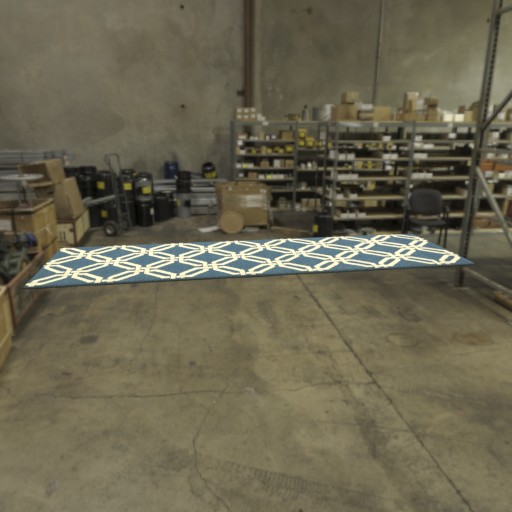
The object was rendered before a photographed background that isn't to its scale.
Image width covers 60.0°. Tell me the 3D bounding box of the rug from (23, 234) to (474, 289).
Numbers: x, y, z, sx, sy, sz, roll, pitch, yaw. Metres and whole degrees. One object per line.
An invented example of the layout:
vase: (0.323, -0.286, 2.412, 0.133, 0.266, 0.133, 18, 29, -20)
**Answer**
rug: (0.000, 0.000, 2.526, 2.276, 0.014, 0.678, -3, 17, -9)
